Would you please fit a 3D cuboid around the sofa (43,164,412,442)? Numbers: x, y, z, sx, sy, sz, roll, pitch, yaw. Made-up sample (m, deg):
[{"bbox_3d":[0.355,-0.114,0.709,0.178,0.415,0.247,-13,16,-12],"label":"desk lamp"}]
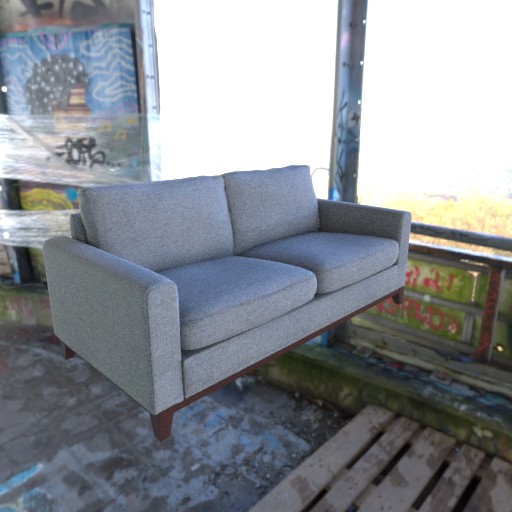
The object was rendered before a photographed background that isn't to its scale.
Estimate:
[{"bbox_3d":[0.000,0.000,2.519,0.969,0.892,1.978,16,23,43],"label":"sofa"}]
